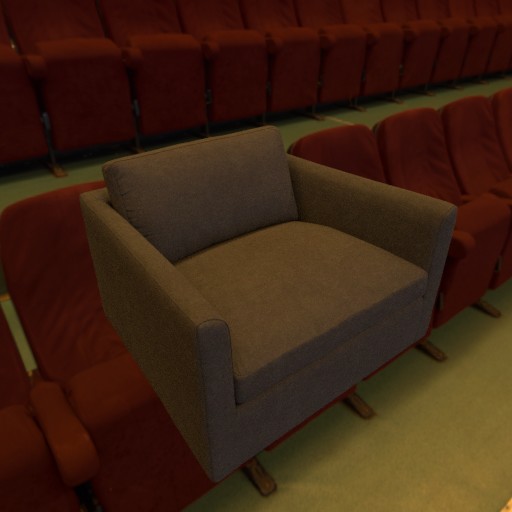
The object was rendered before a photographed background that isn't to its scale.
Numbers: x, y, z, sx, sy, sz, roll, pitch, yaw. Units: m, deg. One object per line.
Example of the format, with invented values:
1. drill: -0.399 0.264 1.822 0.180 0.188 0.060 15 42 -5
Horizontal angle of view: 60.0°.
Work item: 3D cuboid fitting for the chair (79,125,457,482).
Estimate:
1. chair: 0.000 0.000 1.869 1.190 0.845 1.091 -22 37 -33
